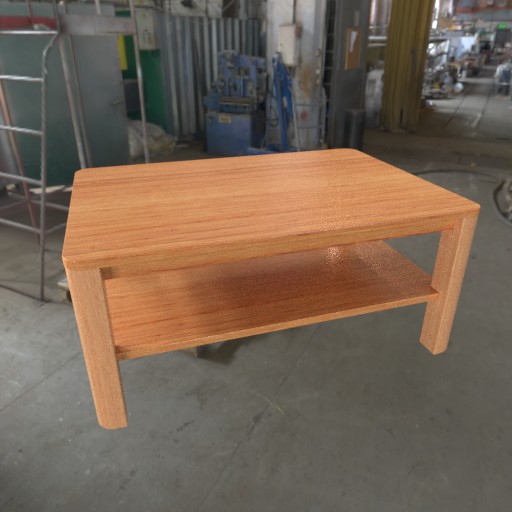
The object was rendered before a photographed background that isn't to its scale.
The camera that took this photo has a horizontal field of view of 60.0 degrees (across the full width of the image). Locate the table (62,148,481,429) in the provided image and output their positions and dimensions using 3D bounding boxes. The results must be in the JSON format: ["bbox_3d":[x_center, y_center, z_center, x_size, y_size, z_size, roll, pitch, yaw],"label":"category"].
[{"bbox_3d":[0.000,0.000,1.366,0.997,0.445,0.696,-8,28,-16],"label":"table"}]
